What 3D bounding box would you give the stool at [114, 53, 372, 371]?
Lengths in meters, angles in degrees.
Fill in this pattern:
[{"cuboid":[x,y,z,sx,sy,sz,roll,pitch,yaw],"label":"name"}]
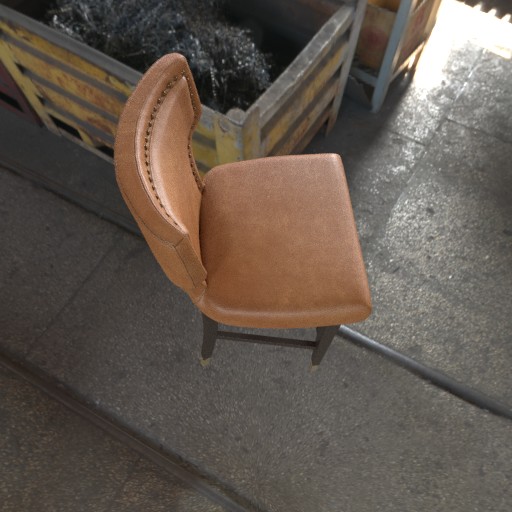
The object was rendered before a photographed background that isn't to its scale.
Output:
[{"cuboid":[0.000,0.000,1.355,0.563,1.092,0.526,-4,63,-2],"label":"stool"}]
